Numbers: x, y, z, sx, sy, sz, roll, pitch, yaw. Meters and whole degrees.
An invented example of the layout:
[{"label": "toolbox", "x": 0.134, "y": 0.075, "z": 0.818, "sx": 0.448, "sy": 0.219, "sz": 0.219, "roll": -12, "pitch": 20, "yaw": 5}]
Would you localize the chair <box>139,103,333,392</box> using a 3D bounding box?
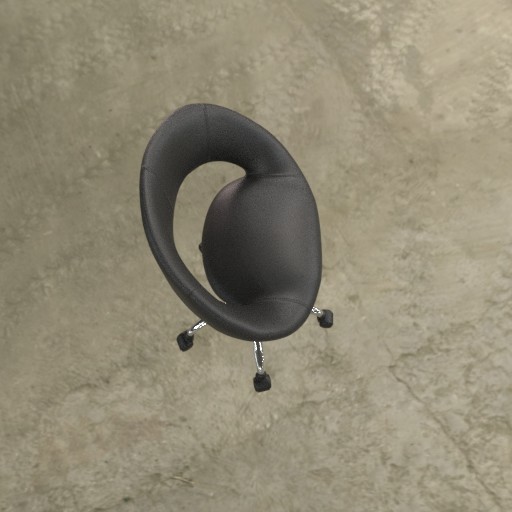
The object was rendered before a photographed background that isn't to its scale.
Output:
[{"label": "chair", "x": 0.000, "y": 0.000, "z": 1.228, "sx": 0.538, "sy": 0.791, "sz": 0.612, "roll": 0, "pitch": 64, "yaw": 0}]
